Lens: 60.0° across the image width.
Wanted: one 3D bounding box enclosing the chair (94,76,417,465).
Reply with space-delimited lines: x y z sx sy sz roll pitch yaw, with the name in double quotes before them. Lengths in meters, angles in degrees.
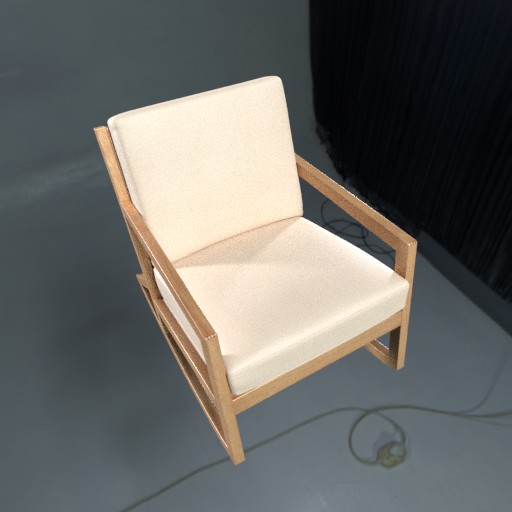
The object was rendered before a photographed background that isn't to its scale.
"chair" 0.000 0.000 1.390 0.622 0.790 0.857 -22 50 -20
